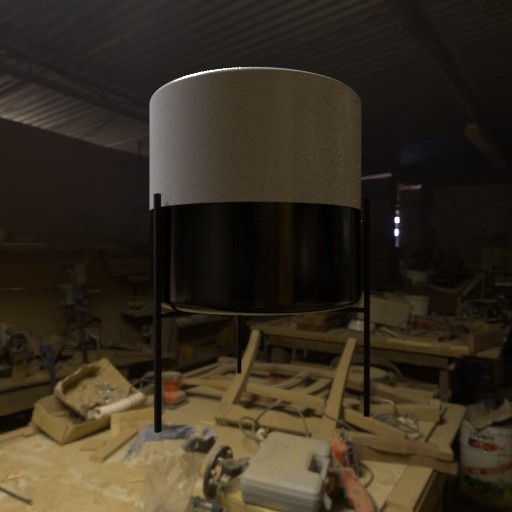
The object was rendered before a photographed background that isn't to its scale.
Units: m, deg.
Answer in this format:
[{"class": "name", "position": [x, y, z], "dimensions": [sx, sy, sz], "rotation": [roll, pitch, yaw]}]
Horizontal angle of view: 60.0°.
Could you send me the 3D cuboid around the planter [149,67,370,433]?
[{"class": "planter", "position": [0.000, 0.000, 0.645], "dimensions": [0.310, 0.432, 0.310], "rotation": [0, 1, 34]}]
